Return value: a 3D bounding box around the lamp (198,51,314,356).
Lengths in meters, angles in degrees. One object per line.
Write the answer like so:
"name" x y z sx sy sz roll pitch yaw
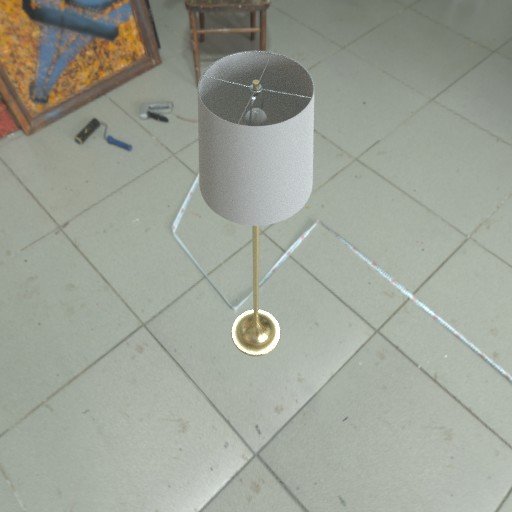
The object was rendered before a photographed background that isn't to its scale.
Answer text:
"lamp" 0.000 0.000 1.689 0.337 1.543 0.337 0 58 0
